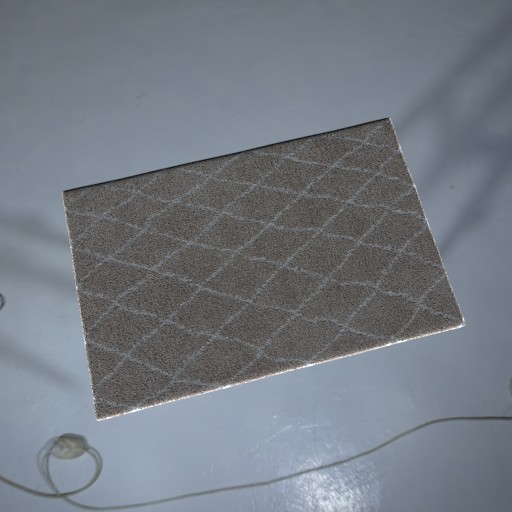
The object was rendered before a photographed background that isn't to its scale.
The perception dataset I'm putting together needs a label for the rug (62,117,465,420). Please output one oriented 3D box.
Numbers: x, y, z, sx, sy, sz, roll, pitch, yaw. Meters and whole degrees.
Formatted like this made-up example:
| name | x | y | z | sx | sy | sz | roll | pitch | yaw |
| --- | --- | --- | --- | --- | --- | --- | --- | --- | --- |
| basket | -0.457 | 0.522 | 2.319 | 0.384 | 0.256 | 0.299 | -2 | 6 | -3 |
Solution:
| name | x | y | z | sx | sy | sz | roll | pitch | yaw |
| --- | --- | --- | --- | --- | --- | --- | --- | --- | --- |
| rug | 0.000 | 0.000 | 3.397 | 2.743 | 0.030 | 1.778 | -14 | 76 | -3 |
